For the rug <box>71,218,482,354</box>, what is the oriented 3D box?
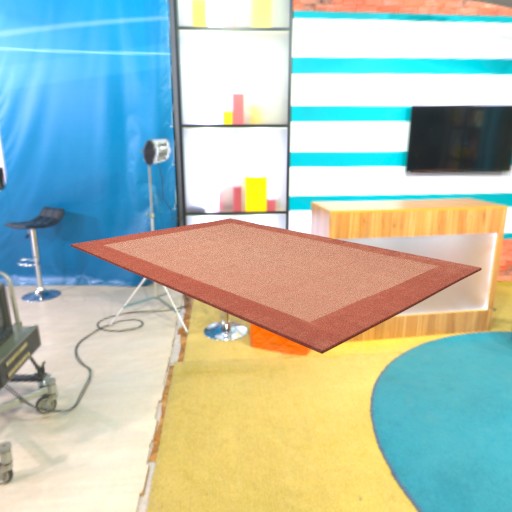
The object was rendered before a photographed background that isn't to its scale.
[{"bbox_3d":[0.000,0.000,2.334,1.219,0.014,1.829,-14,21,-42],"label":"rug"}]
